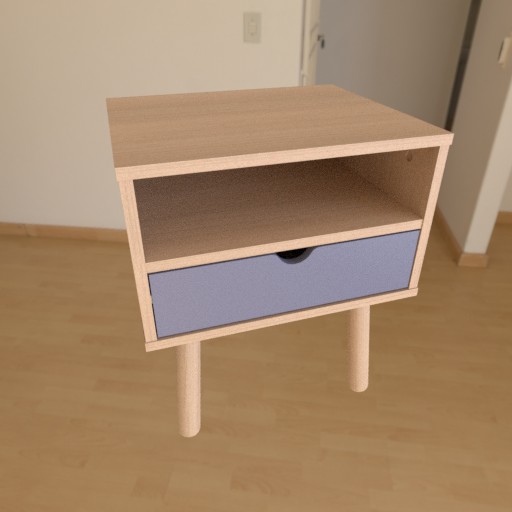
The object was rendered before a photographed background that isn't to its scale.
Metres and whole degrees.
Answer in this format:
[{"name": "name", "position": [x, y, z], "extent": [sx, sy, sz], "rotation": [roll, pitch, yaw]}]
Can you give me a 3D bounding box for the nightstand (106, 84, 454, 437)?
[{"name": "nightstand", "position": [0.000, 0.000, 0.842], "extent": [0.450, 0.530, 0.380], "rotation": [-9, 32, -15]}]
